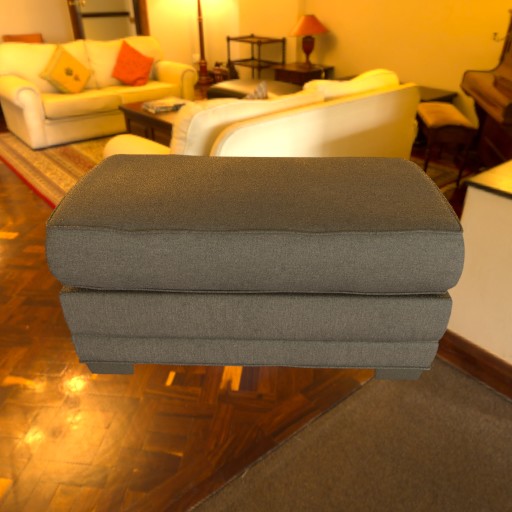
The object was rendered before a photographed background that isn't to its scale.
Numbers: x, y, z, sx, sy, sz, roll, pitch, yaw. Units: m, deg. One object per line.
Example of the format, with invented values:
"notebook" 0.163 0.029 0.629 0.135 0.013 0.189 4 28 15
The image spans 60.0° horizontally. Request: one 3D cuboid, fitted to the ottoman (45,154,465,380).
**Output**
"ottoman" 0.000 0.000 1.152 0.864 0.448 0.490 1 31 1
